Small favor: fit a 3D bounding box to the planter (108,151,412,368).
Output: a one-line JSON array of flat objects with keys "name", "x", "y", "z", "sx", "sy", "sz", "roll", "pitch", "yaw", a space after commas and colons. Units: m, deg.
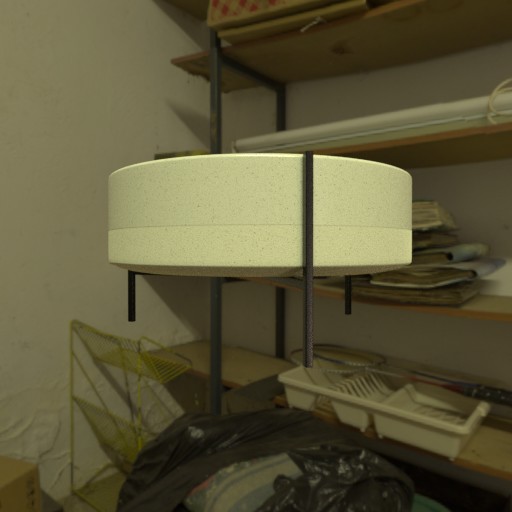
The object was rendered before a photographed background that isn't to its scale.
[{"name": "planter", "x": 0.000, "y": 0.000, "z": 0.520, "sx": 0.345, "sy": 0.171, "sz": 0.336, "roll": 0, "pitch": 1, "yaw": 18}]
